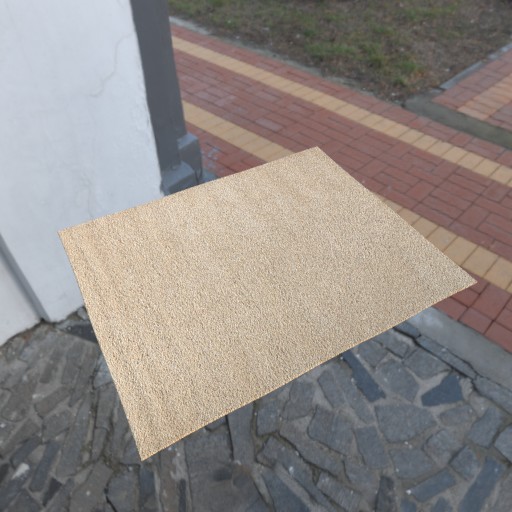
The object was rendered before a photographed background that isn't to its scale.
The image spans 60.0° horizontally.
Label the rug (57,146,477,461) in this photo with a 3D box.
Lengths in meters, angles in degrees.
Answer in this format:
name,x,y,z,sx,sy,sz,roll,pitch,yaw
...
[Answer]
name,x,y,z,sx,sy,sz,roll,pitch,yaw
rug,0.000,0.000,4.016,3.000,0.026,2.400,-22,50,-20
